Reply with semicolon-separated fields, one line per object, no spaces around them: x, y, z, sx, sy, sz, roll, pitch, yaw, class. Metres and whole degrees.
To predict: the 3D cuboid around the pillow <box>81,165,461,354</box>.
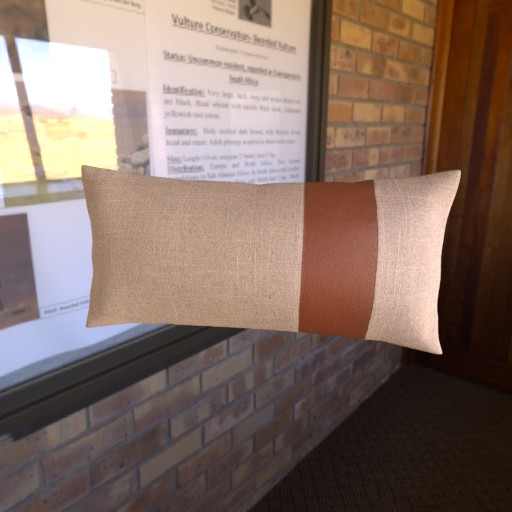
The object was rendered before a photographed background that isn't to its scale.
0.000;0.000;0.726;0.612;0.282;0.155;3;16;9;pillow
